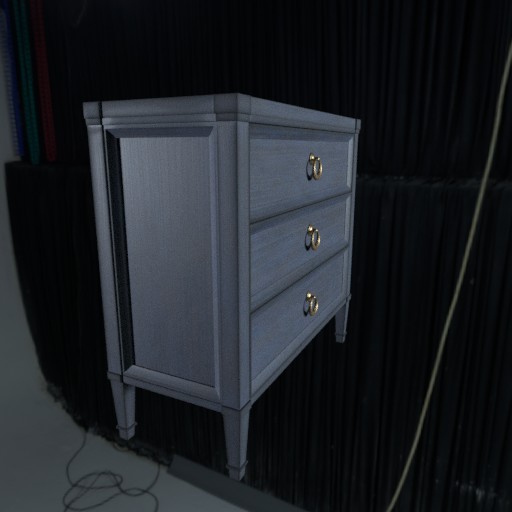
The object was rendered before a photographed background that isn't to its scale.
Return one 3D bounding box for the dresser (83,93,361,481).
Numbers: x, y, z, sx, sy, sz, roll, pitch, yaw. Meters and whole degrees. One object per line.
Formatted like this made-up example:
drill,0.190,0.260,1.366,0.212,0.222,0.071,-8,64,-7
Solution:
dresser,0.000,0.000,1.604,0.463,0.986,1.049,7,15,26
